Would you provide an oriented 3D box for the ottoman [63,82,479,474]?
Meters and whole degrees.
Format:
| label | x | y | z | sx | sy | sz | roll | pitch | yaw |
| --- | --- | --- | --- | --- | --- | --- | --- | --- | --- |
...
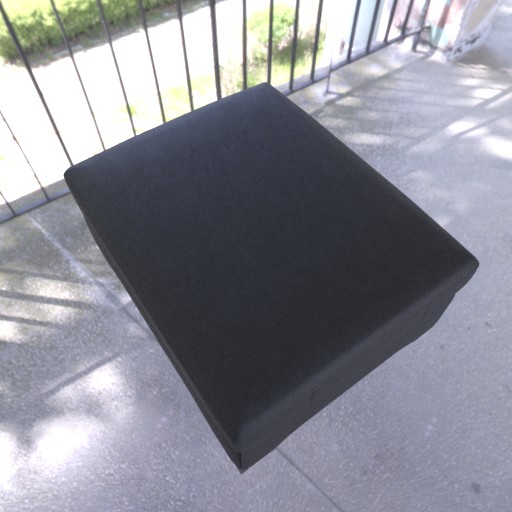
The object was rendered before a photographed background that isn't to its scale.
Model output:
| label | x | y | z | sx | sy | sz | roll | pitch | yaw |
| --- | --- | --- | --- | --- | --- | --- | --- | --- | --- |
| ottoman | 0.000 | 0.000 | 1.747 | 0.967 | 0.696 | 1.187 | -30 | 61 | -19 |
